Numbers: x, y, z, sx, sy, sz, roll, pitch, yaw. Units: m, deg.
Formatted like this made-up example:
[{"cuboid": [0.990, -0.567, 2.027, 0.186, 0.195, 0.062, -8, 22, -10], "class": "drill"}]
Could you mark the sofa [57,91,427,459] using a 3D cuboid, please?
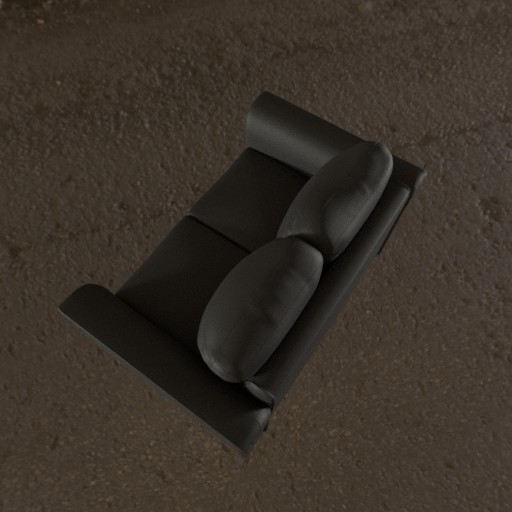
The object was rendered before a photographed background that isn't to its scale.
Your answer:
[{"cuboid": [0.000, 0.000, 1.978, 0.887, 0.845, 1.386, 32, 68, 15], "class": "sofa"}]
